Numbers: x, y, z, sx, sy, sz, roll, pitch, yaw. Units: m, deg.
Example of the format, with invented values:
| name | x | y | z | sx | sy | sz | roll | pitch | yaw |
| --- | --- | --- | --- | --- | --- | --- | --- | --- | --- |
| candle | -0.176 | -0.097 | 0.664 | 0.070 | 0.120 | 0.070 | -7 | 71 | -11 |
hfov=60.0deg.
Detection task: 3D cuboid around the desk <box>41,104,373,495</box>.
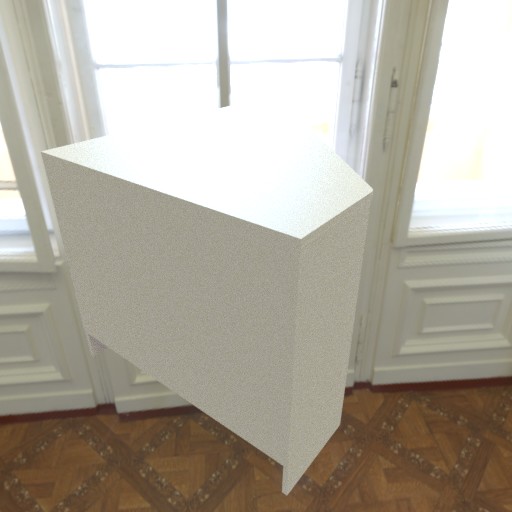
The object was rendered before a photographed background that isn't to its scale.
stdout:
| name | x | y | z | sx | sy | sz | roll | pitch | yaw |
| --- | --- | --- | --- | --- | --- | --- | --- | --- | --- |
| desk | 0.000 | 0.000 | 1.617 | 0.940 | 0.818 | 0.926 | 21 | 36 | 32 |
